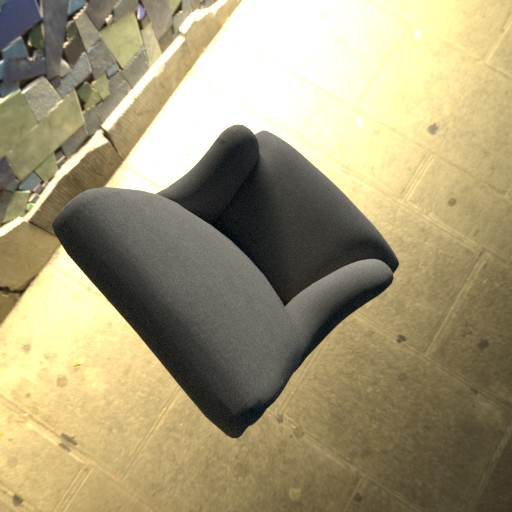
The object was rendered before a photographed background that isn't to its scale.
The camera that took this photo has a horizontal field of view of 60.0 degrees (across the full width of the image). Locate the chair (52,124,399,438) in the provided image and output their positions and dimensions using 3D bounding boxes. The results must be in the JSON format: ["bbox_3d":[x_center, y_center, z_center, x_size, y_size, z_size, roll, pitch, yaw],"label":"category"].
[{"bbox_3d":[0.000,0.000,1.561,0.843,0.942,0.766,-42,81,-9],"label":"chair"}]
